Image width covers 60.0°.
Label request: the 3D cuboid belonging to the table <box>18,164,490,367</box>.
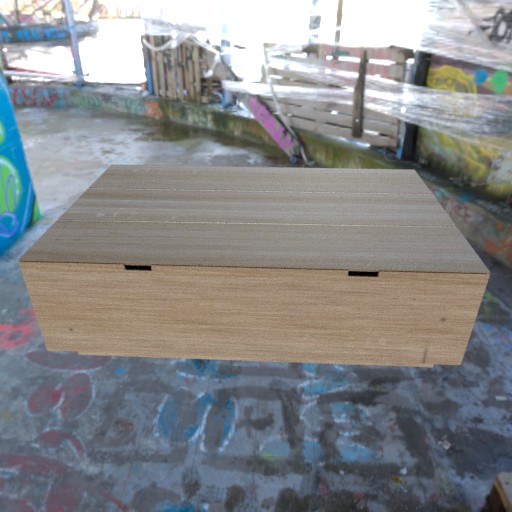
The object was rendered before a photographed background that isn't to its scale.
[{"bbox_3d":[0.000,0.000,1.419,1.110,0.353,0.678,1,31,2],"label":"table"}]
